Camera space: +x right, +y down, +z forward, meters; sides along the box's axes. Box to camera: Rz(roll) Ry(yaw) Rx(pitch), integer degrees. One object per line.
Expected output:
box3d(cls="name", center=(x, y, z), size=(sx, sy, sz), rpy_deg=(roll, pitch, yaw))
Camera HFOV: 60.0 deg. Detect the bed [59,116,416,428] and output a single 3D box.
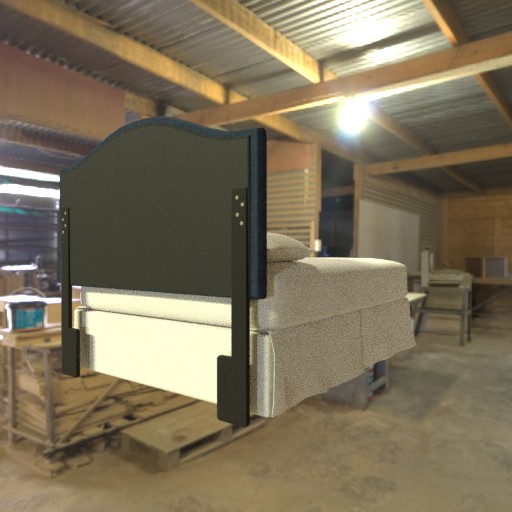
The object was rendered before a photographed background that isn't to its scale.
box3d(cls="bed", center=(0.000, 0.000, 3.272), size=(1.713, 1.518, 2.153), rpy_deg=(0, 0, 36))
